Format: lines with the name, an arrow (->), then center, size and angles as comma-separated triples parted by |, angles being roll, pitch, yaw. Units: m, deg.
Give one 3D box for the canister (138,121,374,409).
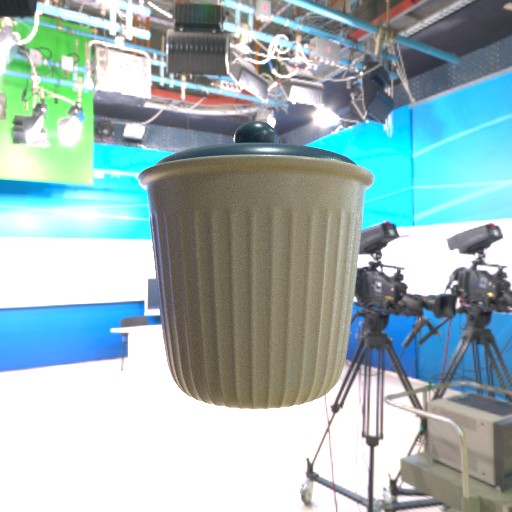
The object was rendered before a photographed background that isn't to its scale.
canister -> 0.000, 0.000, 0.350 | 0.181, 0.211, 0.181 | 0, 0, 0
